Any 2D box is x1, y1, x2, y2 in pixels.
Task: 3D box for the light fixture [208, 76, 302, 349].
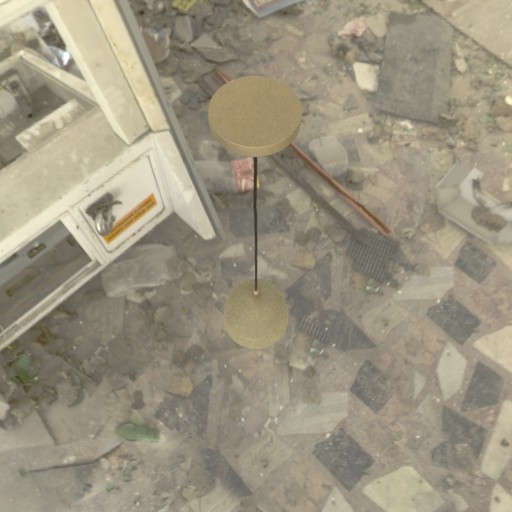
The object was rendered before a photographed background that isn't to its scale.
[{"bbox_3d":[0.000,0.000,0.837,0.170,0.759,0.170,-17,66,-8],"label":"light fixture"}]
